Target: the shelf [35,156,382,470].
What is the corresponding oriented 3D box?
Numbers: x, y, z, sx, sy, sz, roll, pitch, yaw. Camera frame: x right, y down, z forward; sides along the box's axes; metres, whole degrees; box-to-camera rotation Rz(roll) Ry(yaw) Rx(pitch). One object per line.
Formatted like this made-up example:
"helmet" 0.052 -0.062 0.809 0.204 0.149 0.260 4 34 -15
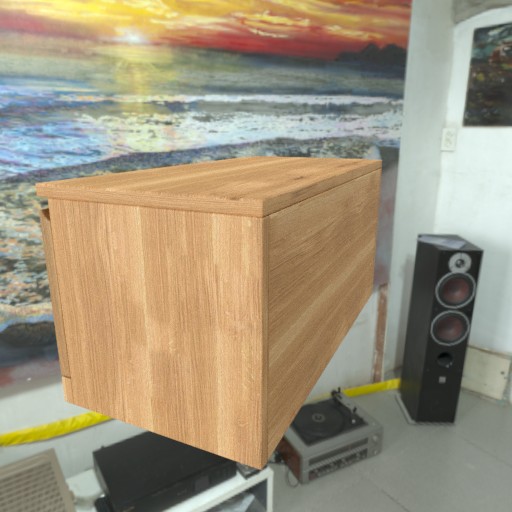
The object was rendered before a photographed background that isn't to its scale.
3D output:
"shelf" 0.000 0.000 1.025 0.400 0.400 0.800 8 18 24
